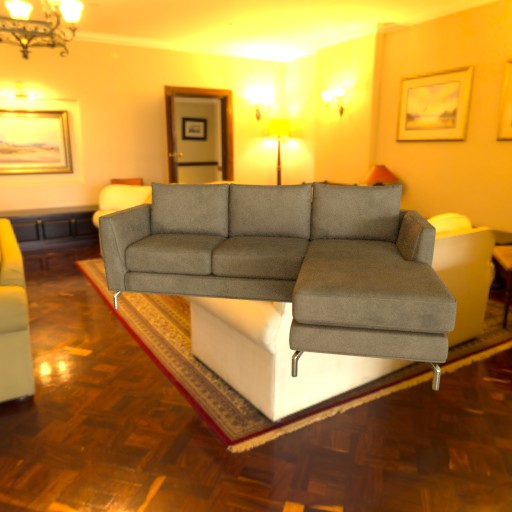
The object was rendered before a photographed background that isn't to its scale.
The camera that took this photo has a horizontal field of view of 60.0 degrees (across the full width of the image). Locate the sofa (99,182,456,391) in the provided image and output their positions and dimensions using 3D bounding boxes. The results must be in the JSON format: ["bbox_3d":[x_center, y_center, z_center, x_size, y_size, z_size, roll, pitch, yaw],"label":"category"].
[{"bbox_3d":[0.000,0.000,3.226,2.438,0.987,1.622,3,14,10],"label":"sofa"}]
